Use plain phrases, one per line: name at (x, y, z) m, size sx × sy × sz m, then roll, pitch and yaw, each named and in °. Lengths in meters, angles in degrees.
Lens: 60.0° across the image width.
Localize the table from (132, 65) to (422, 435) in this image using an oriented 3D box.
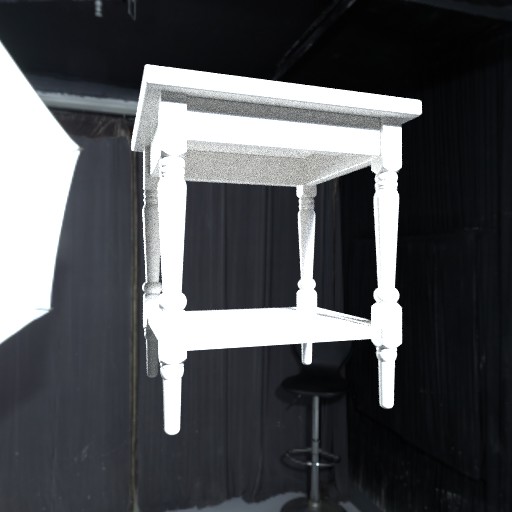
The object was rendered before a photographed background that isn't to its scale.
table at (0.000, 0.000, 0.935) m, size 0.488 × 0.565 × 0.442 m, roll 0°, pitch 0°, yaw -18°
